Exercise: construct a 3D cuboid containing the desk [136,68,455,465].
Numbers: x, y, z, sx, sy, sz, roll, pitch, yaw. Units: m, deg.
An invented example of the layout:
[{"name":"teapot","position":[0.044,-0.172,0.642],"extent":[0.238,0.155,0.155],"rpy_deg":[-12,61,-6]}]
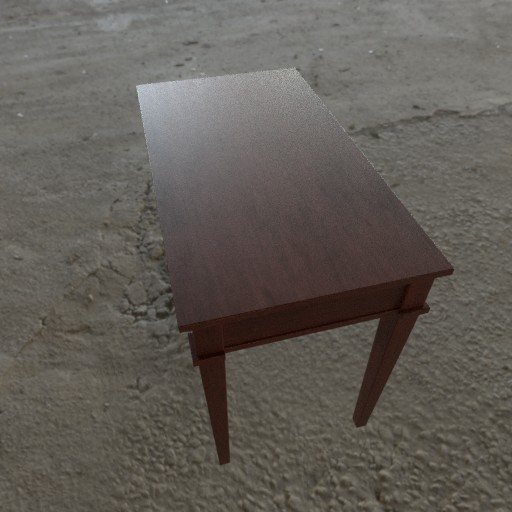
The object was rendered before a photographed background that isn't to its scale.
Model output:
[{"name":"desk","position":[0.000,0.000,1.436],"extent":[0.549,0.762,1.001],"rpy_deg":[-11,46,-10]}]
